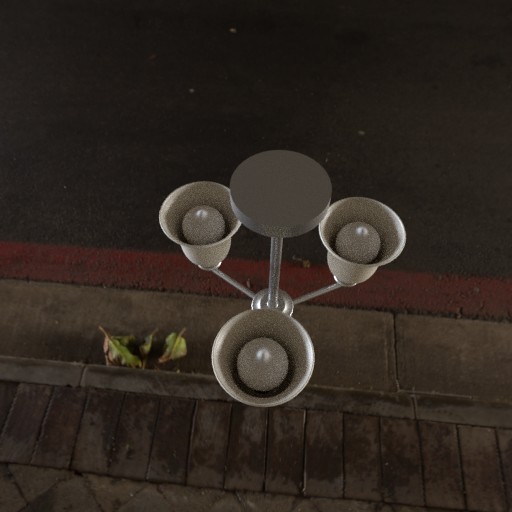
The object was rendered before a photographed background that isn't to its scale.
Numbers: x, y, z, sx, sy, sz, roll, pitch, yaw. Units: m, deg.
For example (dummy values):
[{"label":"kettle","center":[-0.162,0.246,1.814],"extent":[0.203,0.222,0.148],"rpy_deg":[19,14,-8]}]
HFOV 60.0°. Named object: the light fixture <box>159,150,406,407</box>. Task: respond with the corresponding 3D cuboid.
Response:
[{"label":"light fixture","center":[0.000,0.000,0.689],"extent":[0.354,0.370,0.388],"rpy_deg":[33,63,20]}]
